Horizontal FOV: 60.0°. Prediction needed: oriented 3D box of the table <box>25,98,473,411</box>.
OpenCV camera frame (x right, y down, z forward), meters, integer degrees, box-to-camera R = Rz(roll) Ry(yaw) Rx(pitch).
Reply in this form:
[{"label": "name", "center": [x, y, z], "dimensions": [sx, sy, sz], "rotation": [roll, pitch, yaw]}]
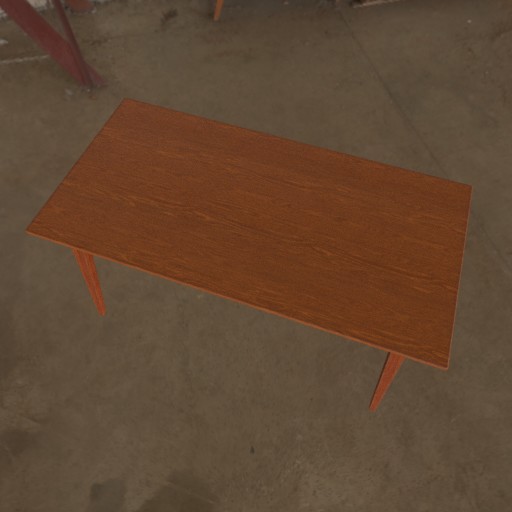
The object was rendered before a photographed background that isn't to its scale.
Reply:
[{"label": "table", "center": [0.000, 0.000, 2.092], "dimensions": [1.609, 0.755, 0.811], "rotation": [17, 61, 10]}]
